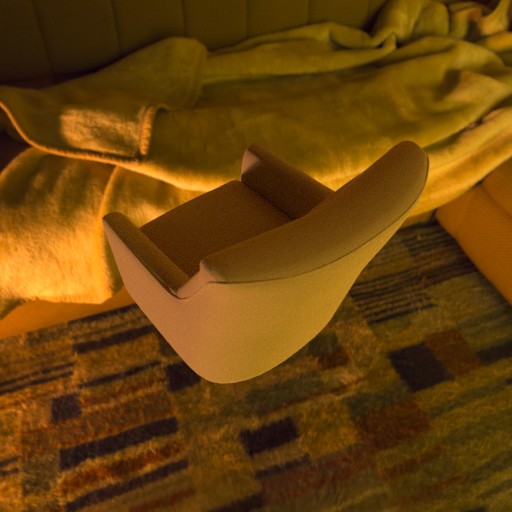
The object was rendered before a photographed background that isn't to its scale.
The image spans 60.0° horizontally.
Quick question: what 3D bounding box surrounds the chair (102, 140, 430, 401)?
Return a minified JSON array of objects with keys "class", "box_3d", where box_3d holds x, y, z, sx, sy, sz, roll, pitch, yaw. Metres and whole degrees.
[{"class":"chair","box_3d":[0.000,0.000,1.586,0.756,0.916,0.879,-32,55,-26]}]
